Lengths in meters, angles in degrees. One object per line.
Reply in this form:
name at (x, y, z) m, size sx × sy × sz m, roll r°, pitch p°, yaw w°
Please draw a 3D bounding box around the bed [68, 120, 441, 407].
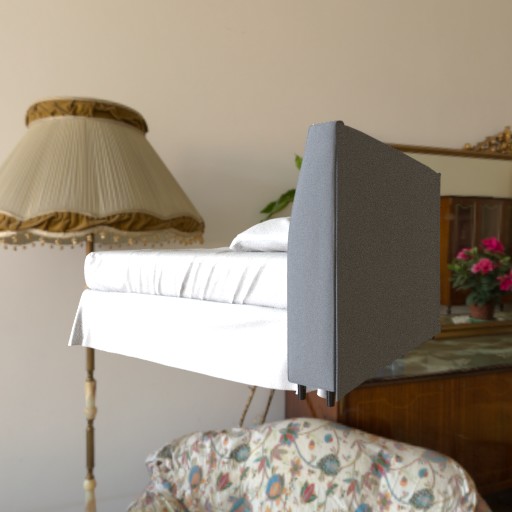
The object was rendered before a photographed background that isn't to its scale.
bed at (0.000, 0.000, 3.408) m, size 2.276 × 1.332 × 1.925 m, roll 1°, pitch 2°, yaw 36°
